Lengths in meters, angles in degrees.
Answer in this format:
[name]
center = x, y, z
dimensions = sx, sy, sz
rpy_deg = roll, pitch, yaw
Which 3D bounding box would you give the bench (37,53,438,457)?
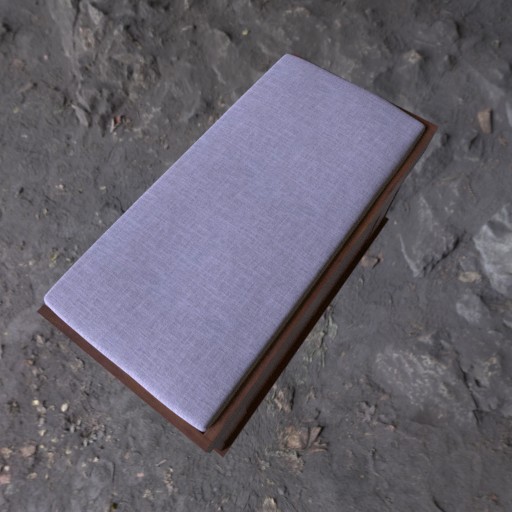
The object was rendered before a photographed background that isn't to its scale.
[bench]
center = 0.000, 0.000, 0.981
dimensions = 0.362, 0.461, 0.734
rpy_deg = 34, 69, 15
